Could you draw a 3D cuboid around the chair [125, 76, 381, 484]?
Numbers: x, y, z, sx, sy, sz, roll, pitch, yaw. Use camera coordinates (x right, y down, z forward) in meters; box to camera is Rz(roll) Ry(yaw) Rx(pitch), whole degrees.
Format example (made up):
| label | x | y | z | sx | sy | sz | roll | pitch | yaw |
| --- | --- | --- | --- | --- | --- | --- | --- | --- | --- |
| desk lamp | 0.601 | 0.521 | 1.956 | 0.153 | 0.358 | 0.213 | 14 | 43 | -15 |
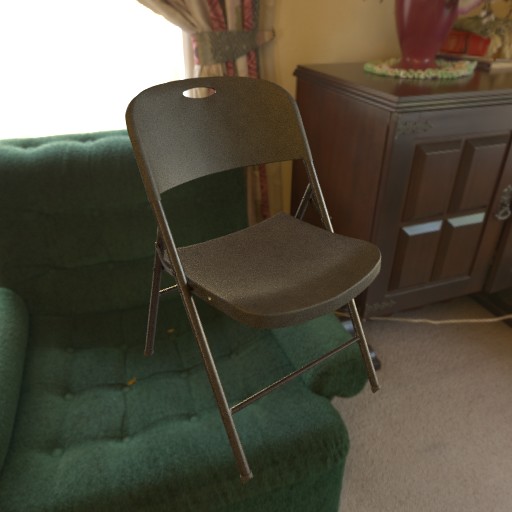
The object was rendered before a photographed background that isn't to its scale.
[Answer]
| label | x | y | z | sx | sy | sz | roll | pitch | yaw |
| --- | --- | --- | --- | --- | --- | --- | --- | --- | --- |
| chair | 0.000 | 0.000 | 1.156 | 0.494 | 0.810 | 0.566 | -20 | 36 | -31 |
